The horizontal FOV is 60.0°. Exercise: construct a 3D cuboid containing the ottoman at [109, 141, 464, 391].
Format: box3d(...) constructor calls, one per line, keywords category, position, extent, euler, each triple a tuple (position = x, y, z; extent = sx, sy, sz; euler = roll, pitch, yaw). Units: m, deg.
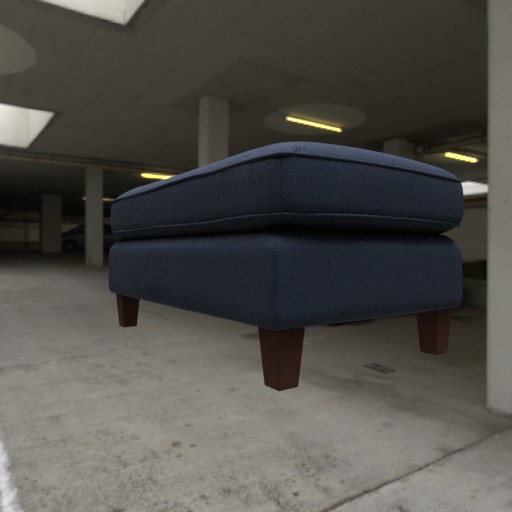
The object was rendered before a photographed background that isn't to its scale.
box3d(category="ottoman", position=(0.000, 0.000, 1.189), extent=(0.570, 0.438, 0.885), euler=(0, 1, -35))
